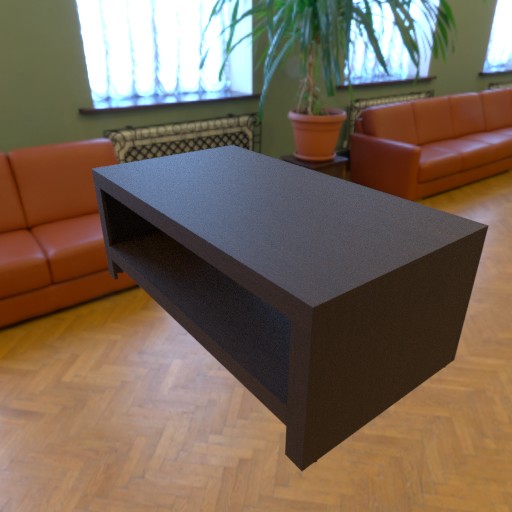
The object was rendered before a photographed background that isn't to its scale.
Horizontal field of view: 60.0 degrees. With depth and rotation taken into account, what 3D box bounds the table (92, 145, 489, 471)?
[{"bbox_3d":[0.000,0.000,1.410,0.597,0.424,1.099,-19,32,-33],"label":"table"}]
